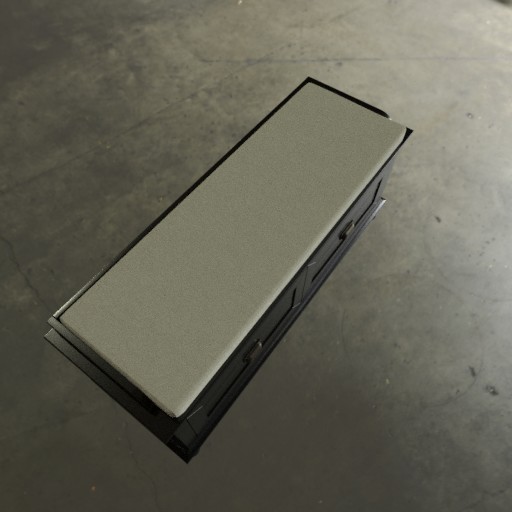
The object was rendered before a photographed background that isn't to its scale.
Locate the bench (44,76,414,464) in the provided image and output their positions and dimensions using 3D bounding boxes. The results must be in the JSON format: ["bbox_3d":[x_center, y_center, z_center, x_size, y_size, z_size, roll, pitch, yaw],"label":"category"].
[{"bbox_3d":[0.000,0.000,1.430,0.402,0.501,1.185,33,64,18],"label":"bench"}]
